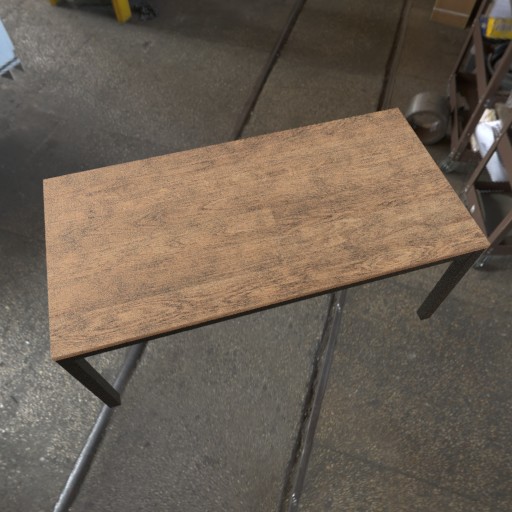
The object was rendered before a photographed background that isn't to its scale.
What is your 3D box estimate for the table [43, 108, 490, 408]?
[{"bbox_3d":[0.000,0.000,2.292,1.805,0.767,0.893,-14,59,-8],"label":"table"}]
